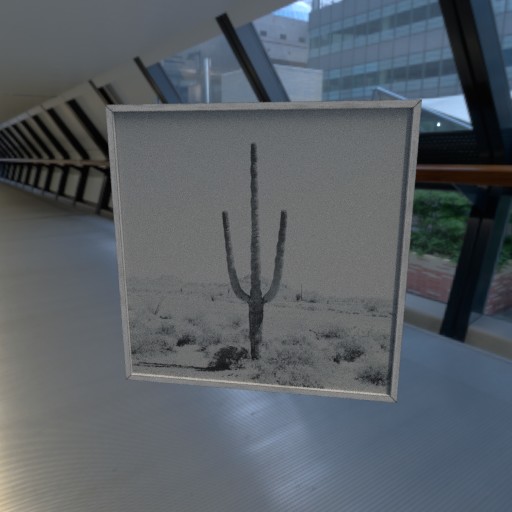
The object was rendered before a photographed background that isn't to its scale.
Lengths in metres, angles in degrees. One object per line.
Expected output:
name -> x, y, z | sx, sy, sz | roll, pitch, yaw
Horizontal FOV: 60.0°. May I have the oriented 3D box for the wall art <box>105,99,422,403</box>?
wall art -> 0.000, 0.000, 1.163 | 0.762, 0.762, 0.038 | 2, 14, 9
